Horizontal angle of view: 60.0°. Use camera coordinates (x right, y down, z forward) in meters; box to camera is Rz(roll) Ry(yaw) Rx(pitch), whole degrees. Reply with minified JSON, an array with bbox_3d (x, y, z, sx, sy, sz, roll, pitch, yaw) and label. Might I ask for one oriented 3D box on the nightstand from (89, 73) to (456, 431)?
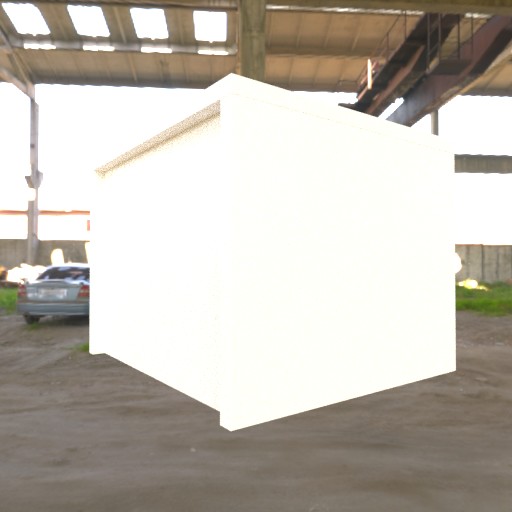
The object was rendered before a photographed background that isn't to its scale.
[{"bbox_3d":[0.000,0.000,0.743,0.408,0.351,0.470,1,-1,-36],"label":"nightstand"}]
